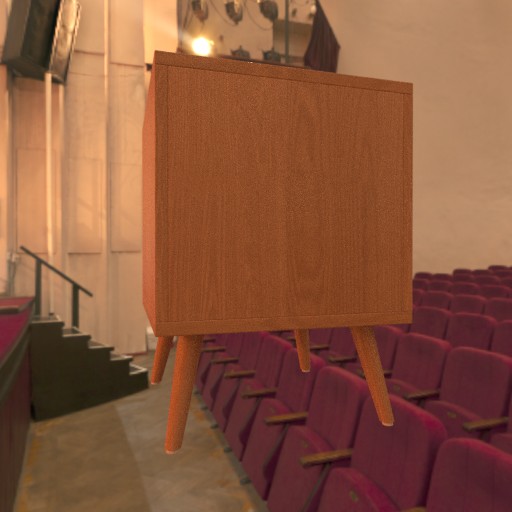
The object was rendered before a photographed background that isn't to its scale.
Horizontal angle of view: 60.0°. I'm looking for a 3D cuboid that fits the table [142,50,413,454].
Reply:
[{"bbox_3d":[0.000,0.000,0.837,0.400,0.550,0.400,0,0,-17],"label":"table"}]
